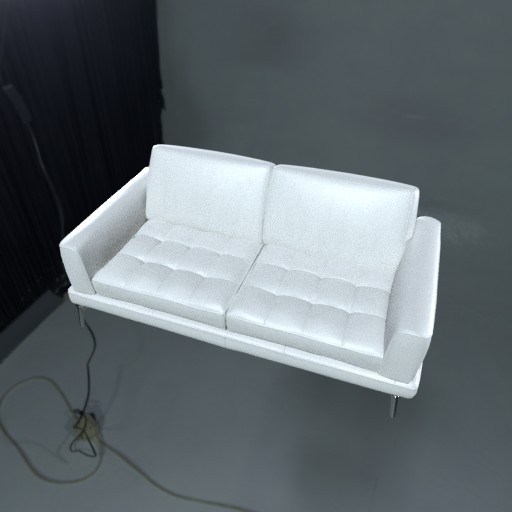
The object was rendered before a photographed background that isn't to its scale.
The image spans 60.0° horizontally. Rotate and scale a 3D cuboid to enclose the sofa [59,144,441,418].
[{"bbox_3d":[0.000,0.000,2.792,2.177,0.930,1.121,13,41,15],"label":"sofa"}]
